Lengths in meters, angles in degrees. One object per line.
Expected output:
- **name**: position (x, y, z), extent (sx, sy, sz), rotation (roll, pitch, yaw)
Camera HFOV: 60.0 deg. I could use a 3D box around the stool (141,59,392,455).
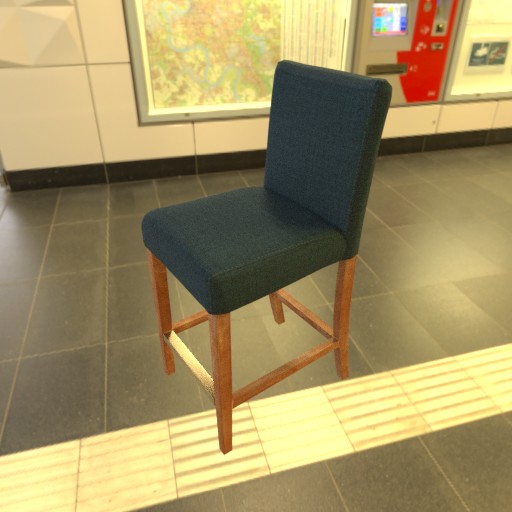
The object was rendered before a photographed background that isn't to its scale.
- **stool**: position (0.000, 0.000, 1.370), extent (0.567, 1.039, 0.454), rotation (-20, 37, -29)
